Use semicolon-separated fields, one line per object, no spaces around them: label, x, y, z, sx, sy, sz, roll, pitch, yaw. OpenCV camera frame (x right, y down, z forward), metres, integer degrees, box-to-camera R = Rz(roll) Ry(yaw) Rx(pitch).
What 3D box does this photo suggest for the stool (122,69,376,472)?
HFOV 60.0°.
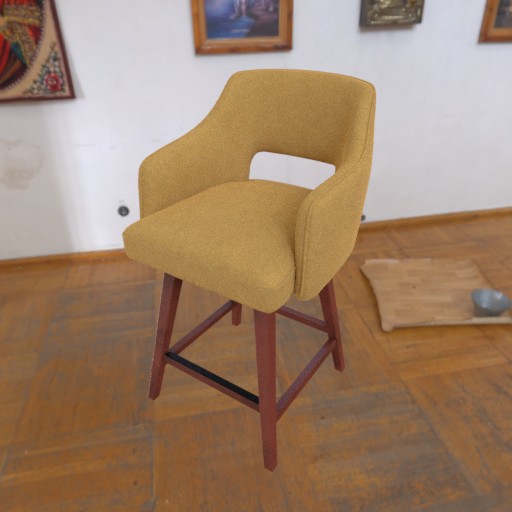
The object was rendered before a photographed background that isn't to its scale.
stool;0.000;0.000;1.254;0.548;0.924;0.558;18;34;29
